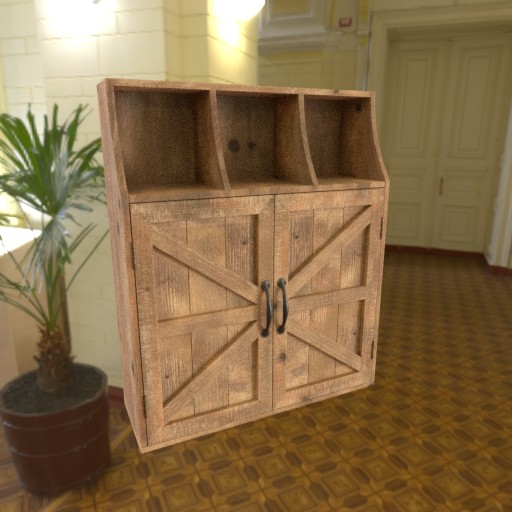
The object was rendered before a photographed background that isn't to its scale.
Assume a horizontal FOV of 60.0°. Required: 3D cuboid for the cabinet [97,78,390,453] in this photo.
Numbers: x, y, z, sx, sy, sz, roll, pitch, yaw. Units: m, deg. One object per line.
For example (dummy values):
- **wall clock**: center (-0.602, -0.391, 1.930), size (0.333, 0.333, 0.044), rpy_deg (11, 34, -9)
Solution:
- **cabinet**: center (0.000, 0.000, 0.822), size (0.489, 0.590, 0.184), rpy_deg (-7, 17, -25)
